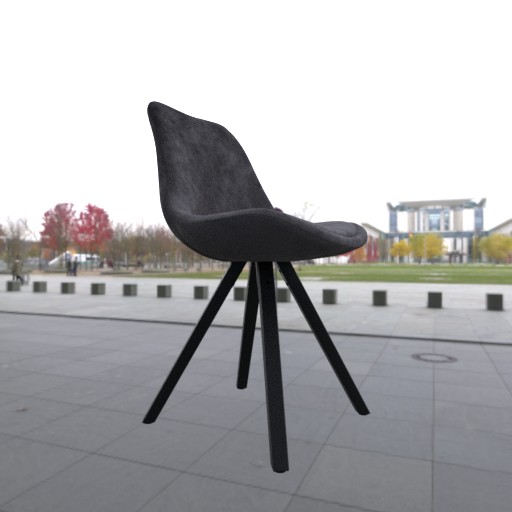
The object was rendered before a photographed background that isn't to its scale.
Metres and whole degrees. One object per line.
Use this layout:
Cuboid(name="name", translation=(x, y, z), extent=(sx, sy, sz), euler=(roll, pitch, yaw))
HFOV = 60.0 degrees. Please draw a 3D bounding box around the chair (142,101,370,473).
Cuboid(name="chair", translation=(0.000, 0.000, 1.164), extent=(0.550, 0.850, 0.485), euler=(0, -1, 37))
